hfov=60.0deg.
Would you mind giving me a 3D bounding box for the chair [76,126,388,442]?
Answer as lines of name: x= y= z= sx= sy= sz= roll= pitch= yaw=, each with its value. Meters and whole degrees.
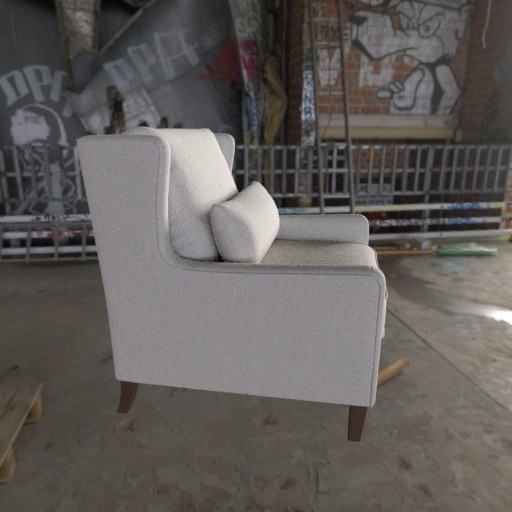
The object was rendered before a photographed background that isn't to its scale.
chair: x=0.000 y=0.000 z=1.892 sx=1.040 sy=1.056 sz=0.982 roll=3 pitch=16 yaw=10
